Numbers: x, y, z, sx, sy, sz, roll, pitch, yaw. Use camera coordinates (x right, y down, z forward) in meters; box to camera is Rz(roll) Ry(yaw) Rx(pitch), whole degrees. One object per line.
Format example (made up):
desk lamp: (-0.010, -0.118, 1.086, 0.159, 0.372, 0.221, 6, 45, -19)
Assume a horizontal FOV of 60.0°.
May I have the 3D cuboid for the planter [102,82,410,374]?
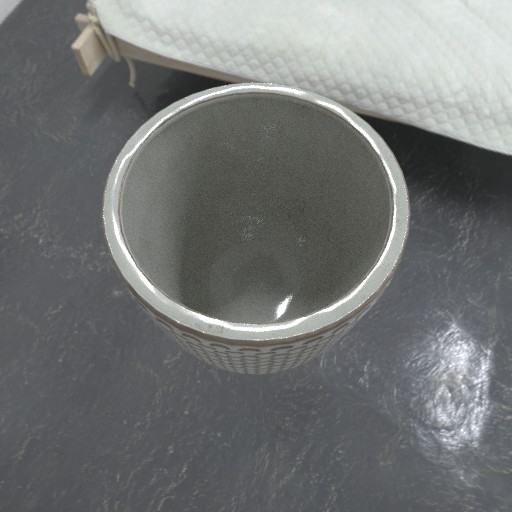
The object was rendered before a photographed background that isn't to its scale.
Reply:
planter: (0.000, 0.000, 0.255, 0.139, 0.130, 0.139, 0, 64, 0)
